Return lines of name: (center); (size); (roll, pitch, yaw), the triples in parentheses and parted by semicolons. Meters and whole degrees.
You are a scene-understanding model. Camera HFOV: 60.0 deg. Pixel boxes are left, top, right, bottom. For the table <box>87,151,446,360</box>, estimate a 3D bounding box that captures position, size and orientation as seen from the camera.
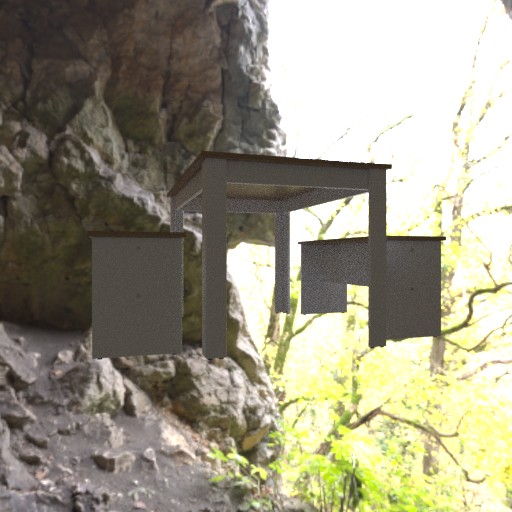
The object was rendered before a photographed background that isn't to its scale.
table: (0.000, 0.000, 2.099); (1.443, 0.700, 1.100); (0, 0, -17)
